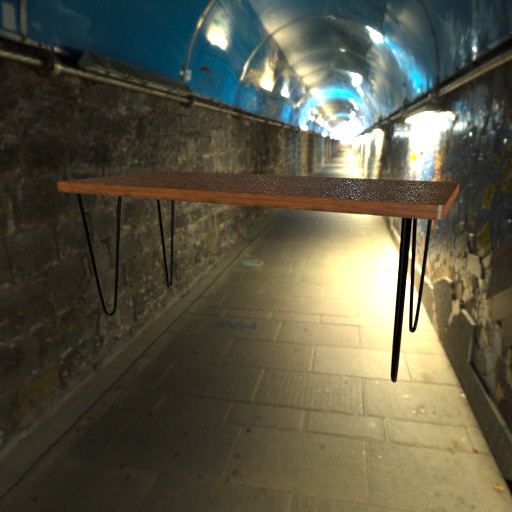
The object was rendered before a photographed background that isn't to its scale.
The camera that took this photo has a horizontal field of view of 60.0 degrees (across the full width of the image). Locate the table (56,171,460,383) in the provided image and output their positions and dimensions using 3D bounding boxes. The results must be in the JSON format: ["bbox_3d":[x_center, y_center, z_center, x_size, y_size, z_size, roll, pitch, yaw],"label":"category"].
[{"bbox_3d":[0.000,0.000,2.276,1.791,0.753,0.883,7,16,26],"label":"table"}]
